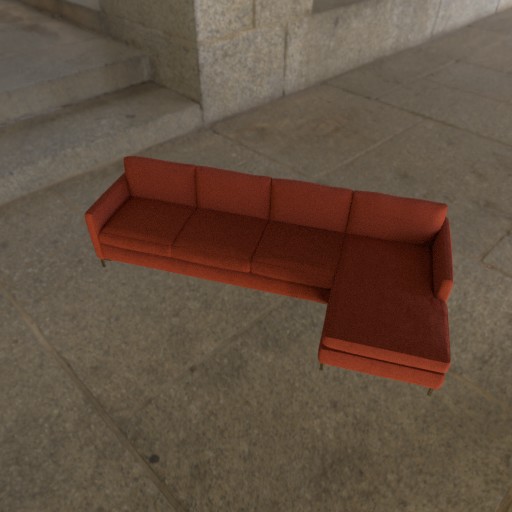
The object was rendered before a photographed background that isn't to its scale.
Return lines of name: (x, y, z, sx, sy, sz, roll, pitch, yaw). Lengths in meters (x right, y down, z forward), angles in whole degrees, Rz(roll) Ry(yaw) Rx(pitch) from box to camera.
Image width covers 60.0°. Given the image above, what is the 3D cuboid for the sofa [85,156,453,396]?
sofa: (0.000, 0.000, 3.532, 2.932, 0.810, 1.350, 11, 42, 12)
